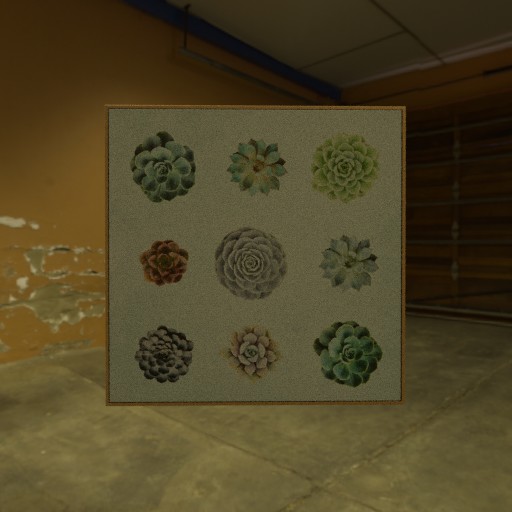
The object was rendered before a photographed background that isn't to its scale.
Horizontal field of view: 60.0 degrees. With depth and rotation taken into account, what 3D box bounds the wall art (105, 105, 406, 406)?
[{"bbox_3d":[0.000,0.000,0.976,0.657,0.655,0.014,0,1,-1],"label":"wall art"}]
